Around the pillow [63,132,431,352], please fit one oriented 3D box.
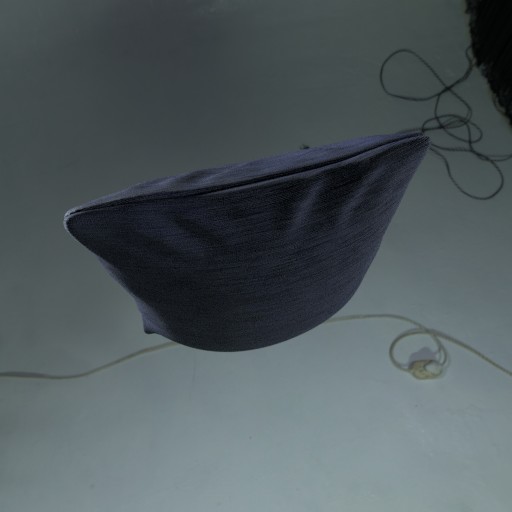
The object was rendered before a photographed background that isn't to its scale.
[{"bbox_3d":[0.000,0.000,0.675,0.432,0.414,0.246,-14,64,-7],"label":"pillow"}]
